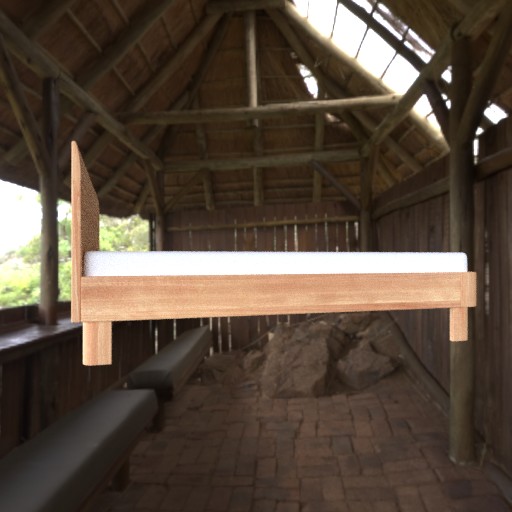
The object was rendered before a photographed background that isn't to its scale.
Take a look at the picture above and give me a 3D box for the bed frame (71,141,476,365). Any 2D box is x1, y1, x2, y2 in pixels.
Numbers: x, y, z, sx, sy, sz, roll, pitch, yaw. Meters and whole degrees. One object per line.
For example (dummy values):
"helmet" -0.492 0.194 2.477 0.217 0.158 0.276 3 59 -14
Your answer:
"bed frame" 0.000 0.000 2.920 2.092 0.940 1.660 0 0 -17
